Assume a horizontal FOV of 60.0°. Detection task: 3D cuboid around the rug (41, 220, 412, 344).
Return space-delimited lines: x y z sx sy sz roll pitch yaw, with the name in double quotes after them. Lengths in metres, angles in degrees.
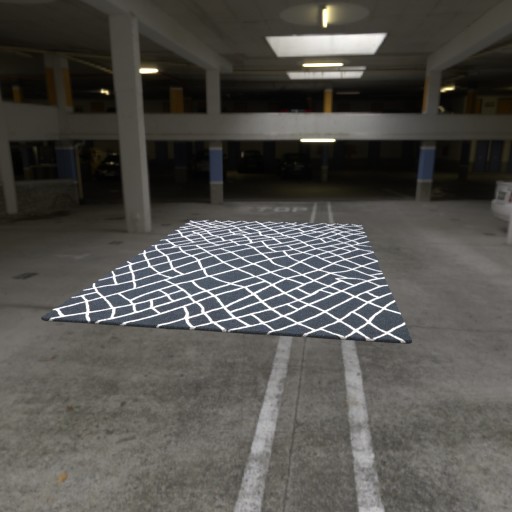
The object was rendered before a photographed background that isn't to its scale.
0.000 0.000 2.289 1.223 0.013 1.830 2 15 8 "rug"
